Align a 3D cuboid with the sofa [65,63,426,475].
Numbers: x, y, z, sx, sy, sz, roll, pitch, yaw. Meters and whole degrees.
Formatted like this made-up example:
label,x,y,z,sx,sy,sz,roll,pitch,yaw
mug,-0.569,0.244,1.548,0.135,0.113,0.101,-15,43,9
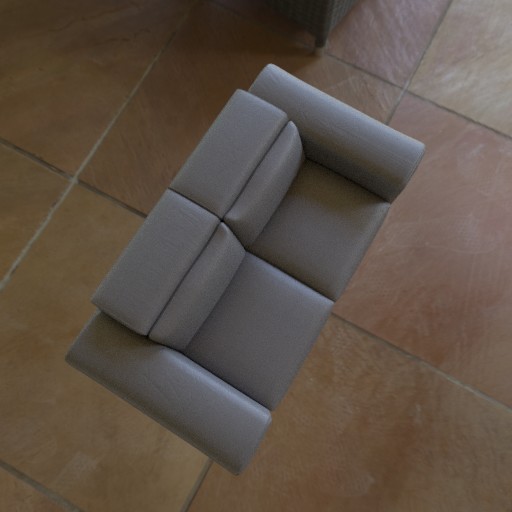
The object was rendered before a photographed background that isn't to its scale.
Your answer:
label,x,y,z,sx,sy,sz,roll,pitch,yaw
sofa,0.000,0.000,2.430,1.024,0.753,1.930,31,78,7
